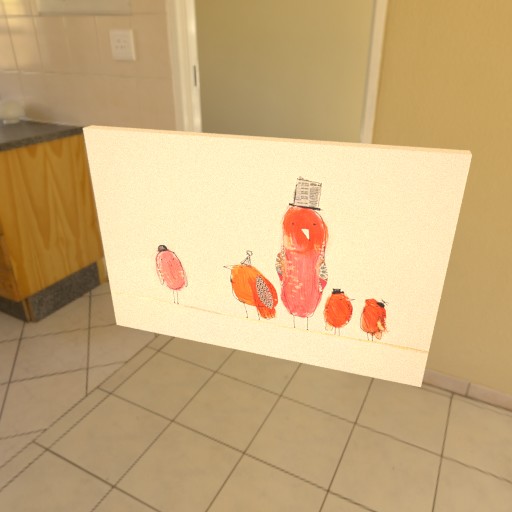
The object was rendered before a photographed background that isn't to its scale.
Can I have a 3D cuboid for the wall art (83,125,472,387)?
[{"bbox_3d":[0.000,0.000,1.159,0.914,0.609,0.038,8,28,16],"label":"wall art"}]
